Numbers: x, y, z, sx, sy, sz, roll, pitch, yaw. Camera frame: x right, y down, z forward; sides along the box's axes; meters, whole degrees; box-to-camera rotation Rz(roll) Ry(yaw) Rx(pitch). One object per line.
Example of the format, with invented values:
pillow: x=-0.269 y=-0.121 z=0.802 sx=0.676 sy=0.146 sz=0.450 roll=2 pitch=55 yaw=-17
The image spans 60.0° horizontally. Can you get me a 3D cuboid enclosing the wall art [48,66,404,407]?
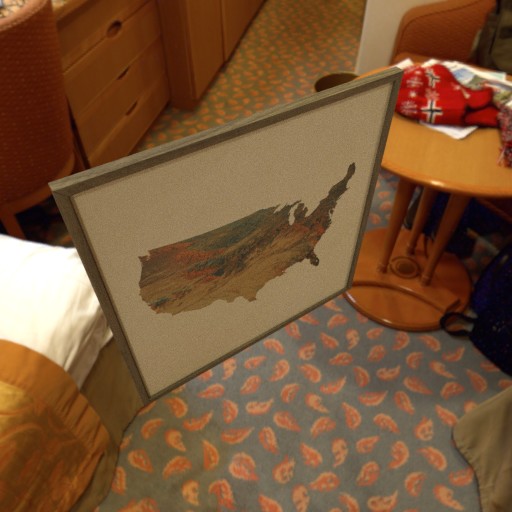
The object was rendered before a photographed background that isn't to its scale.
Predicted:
wall art: x=0.000 y=0.000 z=0.737 sx=0.508 sy=0.507 sz=0.016 roll=-26 pitch=52 yaw=-22
